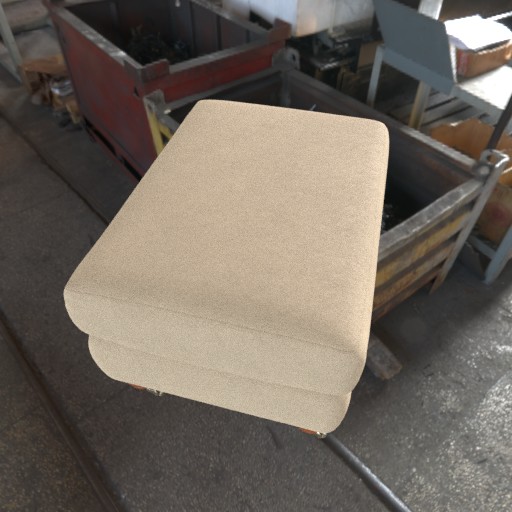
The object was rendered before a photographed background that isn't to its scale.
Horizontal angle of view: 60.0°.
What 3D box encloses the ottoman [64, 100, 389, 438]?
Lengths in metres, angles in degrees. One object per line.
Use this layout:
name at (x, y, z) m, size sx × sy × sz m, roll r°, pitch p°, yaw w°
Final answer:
ottoman at (0.000, 0.000, 1.146) m, size 0.569 × 0.504 × 0.773 m, roll 11°, pitch 48°, yaw 10°
